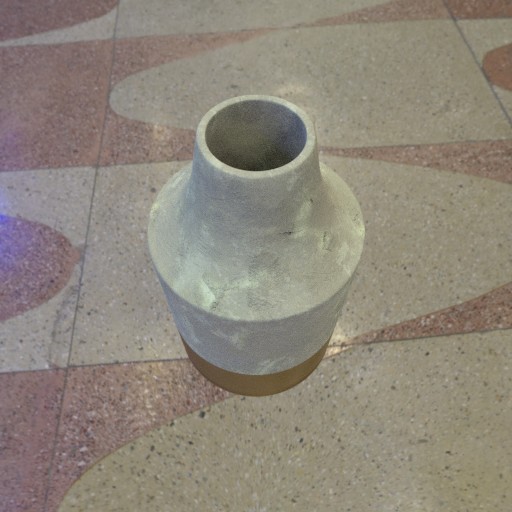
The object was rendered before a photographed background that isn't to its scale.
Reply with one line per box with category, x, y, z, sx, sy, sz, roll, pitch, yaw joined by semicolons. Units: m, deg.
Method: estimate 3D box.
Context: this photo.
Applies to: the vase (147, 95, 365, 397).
vase;0.000;0.000;0.420;0.184;0.305;0.184;0;58;0
